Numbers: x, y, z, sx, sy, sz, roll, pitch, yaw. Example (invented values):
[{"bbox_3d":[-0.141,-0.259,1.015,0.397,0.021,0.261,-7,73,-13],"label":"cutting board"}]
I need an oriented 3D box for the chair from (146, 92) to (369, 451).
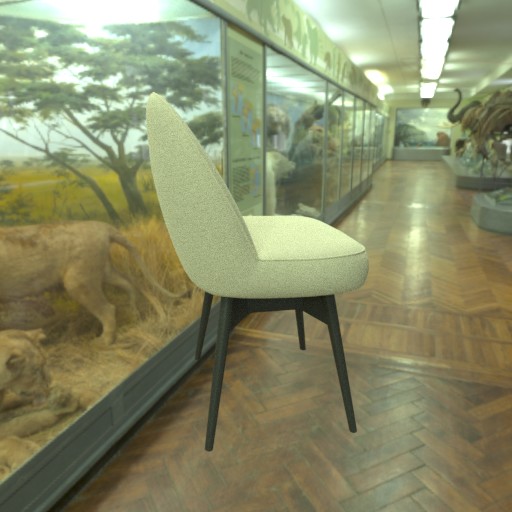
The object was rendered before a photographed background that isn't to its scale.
[{"bbox_3d":[0.000,0.000,1.217,0.540,0.838,0.532,-3,16,-10],"label":"chair"}]
